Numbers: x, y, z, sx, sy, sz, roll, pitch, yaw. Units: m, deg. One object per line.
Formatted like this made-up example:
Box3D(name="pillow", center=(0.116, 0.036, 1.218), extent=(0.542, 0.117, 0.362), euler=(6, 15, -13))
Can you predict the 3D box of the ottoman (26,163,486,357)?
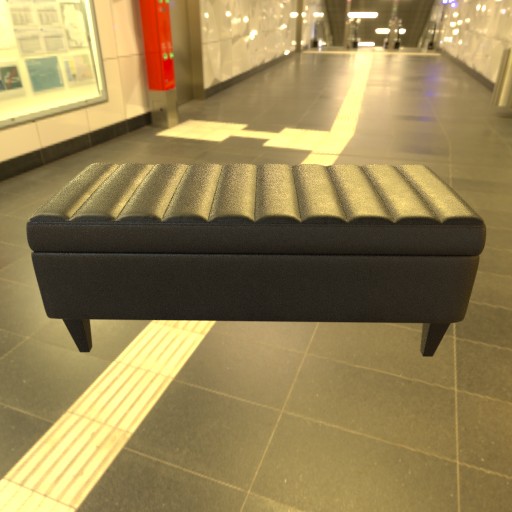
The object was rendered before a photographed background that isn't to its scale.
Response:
Box3D(name="ottoman", center=(0.000, 0.000, 1.379), extent=(1.151, 0.469, 0.482), euler=(1, 29, 1))
